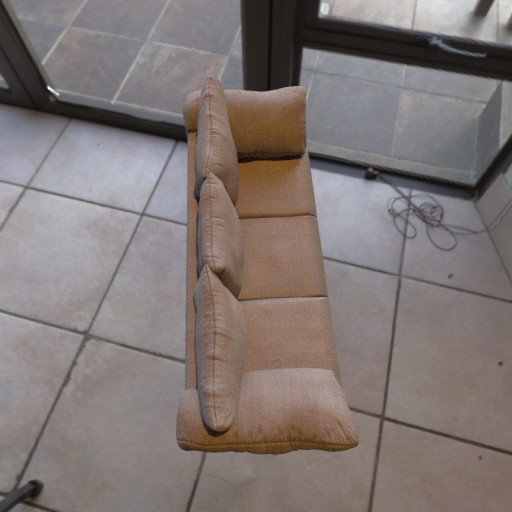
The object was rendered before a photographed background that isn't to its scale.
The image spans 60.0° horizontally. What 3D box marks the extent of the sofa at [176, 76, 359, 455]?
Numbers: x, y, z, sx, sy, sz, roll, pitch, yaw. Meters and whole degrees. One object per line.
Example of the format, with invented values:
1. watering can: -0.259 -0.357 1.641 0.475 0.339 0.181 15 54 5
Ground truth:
1. sofa: 0.000 0.000 2.807 0.878 0.996 2.334 -3 63 -2
